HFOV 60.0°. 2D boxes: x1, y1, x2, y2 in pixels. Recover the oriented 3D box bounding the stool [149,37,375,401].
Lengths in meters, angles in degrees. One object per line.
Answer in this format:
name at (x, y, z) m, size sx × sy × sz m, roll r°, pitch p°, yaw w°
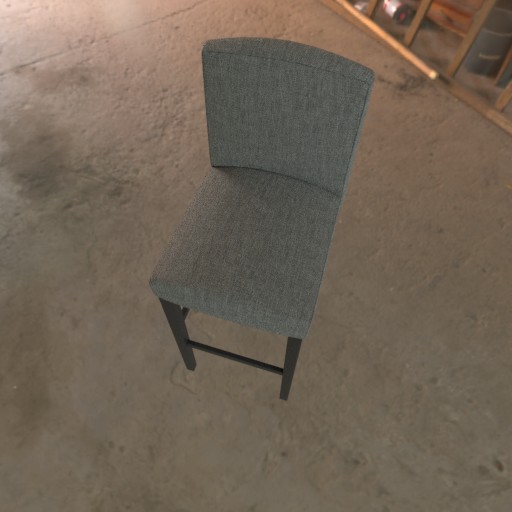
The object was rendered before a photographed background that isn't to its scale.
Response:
stool at (0.000, 0.000, 1.413) m, size 0.451 × 1.138 × 0.552 m, roll 15°, pitch 58°, yaw 9°
